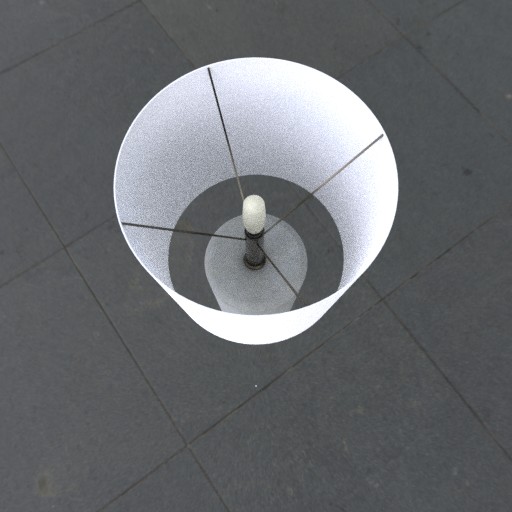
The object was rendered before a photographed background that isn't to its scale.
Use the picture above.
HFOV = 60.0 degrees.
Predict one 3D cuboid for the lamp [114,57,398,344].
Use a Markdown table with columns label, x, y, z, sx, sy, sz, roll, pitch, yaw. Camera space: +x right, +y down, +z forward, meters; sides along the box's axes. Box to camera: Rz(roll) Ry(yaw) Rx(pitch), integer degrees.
| label | x | y | z | sx | sy | sz | roll | pitch | yaw |
| --- | --- | --- | --- | --- | --- | --- | --- | --- | --- |
| lamp | 0.000 | 0.000 | 0.522 | 0.206 | 0.416 | 0.206 | -20 | 75 | -6 |
